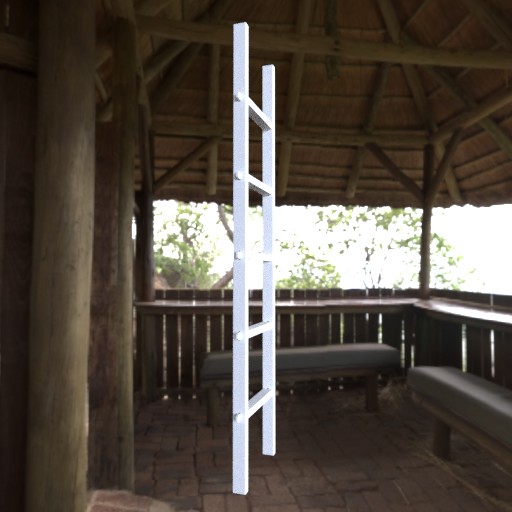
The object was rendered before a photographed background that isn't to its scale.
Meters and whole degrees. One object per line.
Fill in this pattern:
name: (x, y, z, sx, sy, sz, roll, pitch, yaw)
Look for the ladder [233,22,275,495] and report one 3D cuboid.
ladder: (0.000, 0.000, 1.882, 0.051, 1.797, 0.452, -1, -2, 19)
